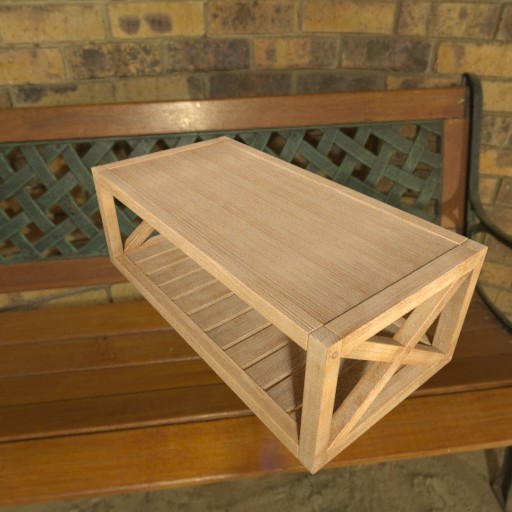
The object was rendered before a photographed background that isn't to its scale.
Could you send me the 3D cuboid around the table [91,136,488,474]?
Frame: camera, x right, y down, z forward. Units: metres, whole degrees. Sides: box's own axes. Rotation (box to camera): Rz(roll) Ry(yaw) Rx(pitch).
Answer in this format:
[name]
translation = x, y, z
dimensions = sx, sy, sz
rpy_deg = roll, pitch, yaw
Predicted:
[table]
translation = 0.000, 0.000, 1.648
dimensions = 0.660, 0.457, 1.321
rpy_deg = -23, 39, -32
